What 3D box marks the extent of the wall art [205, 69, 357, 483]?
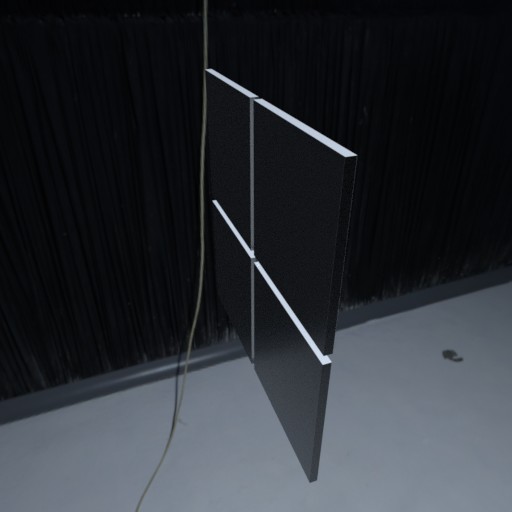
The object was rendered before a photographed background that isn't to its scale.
[{"bbox_3d":[0.000,0.000,1.631,0.029,1.118,1.118,-11,33,-17],"label":"wall art"}]
